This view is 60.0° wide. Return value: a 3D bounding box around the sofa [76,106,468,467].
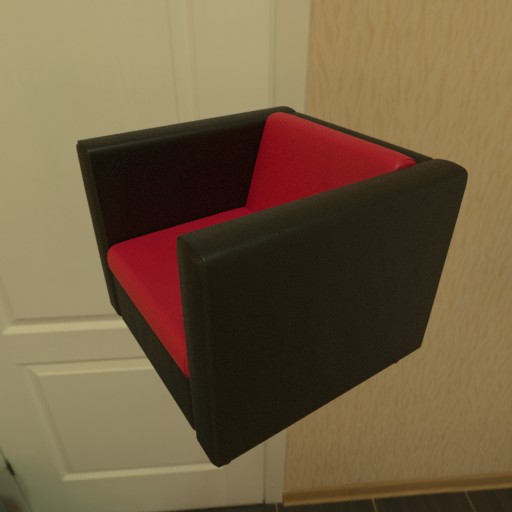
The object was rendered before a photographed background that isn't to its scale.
[{"bbox_3d":[0.000,0.000,1.441,0.809,0.724,0.839,-20,37,-28],"label":"sofa"}]
